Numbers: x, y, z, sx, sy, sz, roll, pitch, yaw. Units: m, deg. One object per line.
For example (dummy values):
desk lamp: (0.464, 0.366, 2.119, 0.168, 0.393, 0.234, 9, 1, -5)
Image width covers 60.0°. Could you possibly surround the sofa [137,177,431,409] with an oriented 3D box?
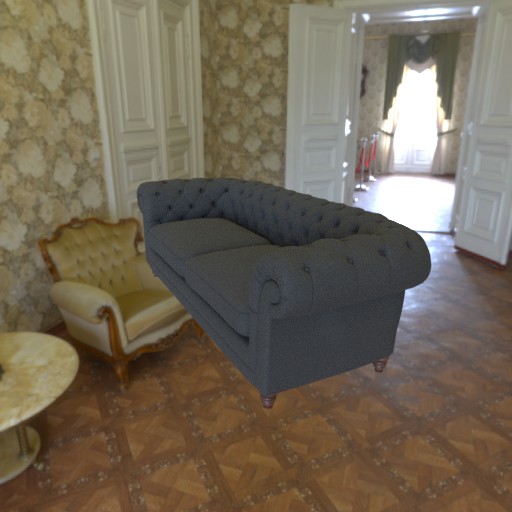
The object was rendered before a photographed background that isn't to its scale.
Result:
sofa: (0.000, 0.000, 2.824, 0.991, 0.762, 2.362, -9, 19, -26)
